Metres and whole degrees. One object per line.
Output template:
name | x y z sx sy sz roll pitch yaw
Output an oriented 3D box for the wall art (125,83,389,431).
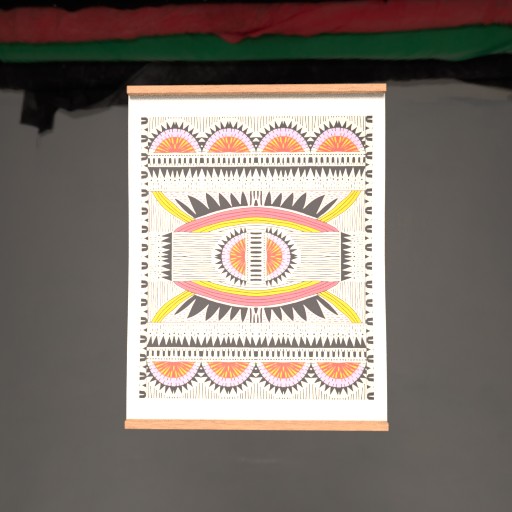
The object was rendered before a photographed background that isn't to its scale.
wall art | 0.000 0.000 0.691 0.403 0.527 0.028 0 -1 1
